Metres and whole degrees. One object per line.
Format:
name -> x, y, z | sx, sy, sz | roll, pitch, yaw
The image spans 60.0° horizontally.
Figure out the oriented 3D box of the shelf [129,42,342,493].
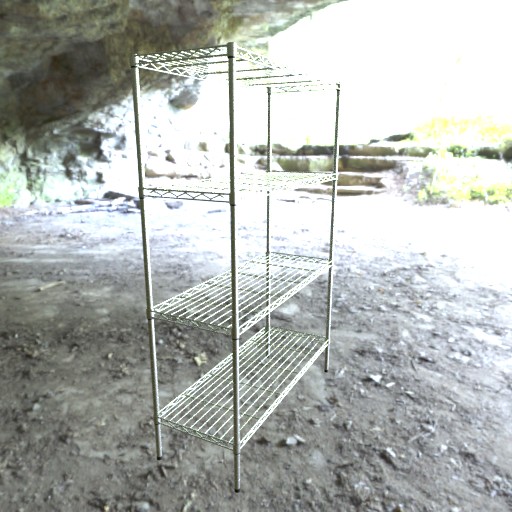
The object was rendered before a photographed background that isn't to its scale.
shelf -> 0.000, 0.000, 1.744 | 0.352, 1.360, 0.907 | 8, 16, 27
